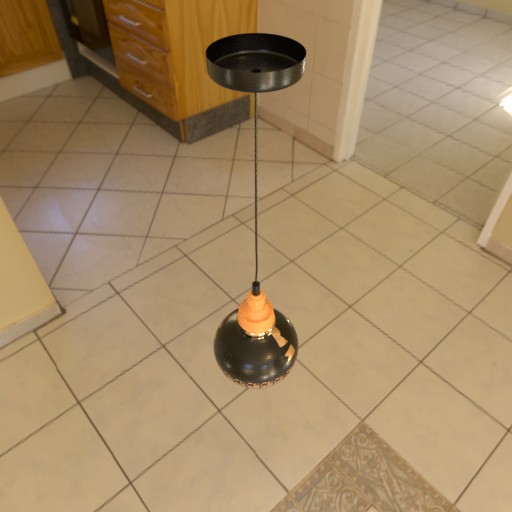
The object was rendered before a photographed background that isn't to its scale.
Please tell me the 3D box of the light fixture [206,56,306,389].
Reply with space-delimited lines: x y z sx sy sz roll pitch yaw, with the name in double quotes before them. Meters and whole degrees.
"light fixture" 0.000 0.000 1.788 0.430 1.606 0.430 30 53 26
